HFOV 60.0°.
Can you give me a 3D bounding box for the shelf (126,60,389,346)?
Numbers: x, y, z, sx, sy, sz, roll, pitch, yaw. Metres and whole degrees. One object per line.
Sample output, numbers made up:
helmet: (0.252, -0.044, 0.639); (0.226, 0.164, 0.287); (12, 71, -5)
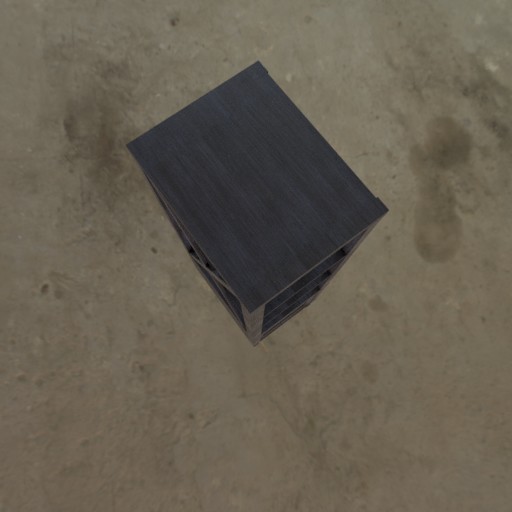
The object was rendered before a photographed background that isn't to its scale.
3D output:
shelf: (0.000, 0.000, 2.045); (0.472, 1.727, 0.584); (-36, 78, -9)
